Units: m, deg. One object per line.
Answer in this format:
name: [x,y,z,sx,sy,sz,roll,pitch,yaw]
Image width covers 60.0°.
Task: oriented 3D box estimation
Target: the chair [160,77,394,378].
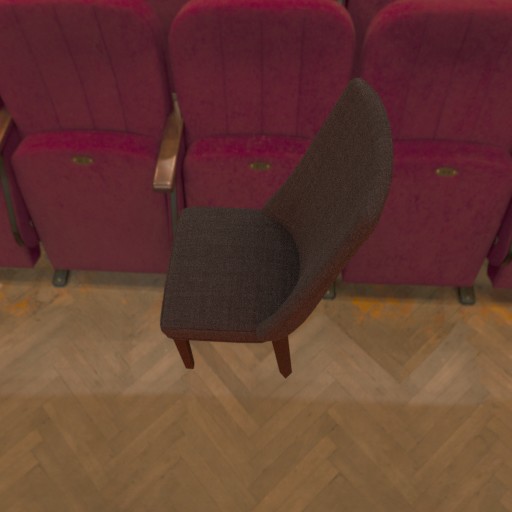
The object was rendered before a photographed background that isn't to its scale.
chair: [0.000,0.000,1.383,0.577,1.050,0.510,3,59,2]
